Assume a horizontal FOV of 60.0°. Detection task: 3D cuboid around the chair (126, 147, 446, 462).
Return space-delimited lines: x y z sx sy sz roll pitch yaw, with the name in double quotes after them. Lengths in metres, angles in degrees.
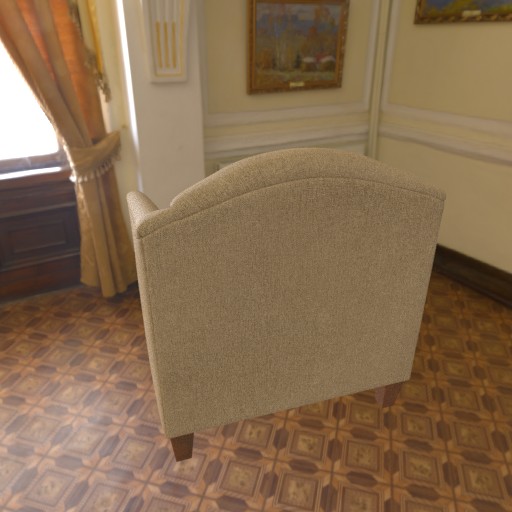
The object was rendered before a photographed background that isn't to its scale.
0.000 0.000 1.451 0.763 0.839 0.787 -8 27 -16 "chair"
